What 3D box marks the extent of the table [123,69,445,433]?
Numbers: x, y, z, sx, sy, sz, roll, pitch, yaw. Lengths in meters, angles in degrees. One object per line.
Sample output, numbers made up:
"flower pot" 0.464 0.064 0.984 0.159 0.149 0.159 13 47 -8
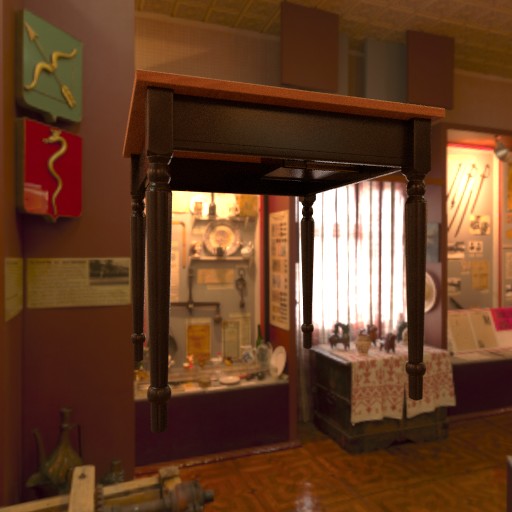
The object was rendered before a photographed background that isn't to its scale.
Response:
"table" 0.000 0.000 1.343 0.747 0.738 0.747 0 0 -19
